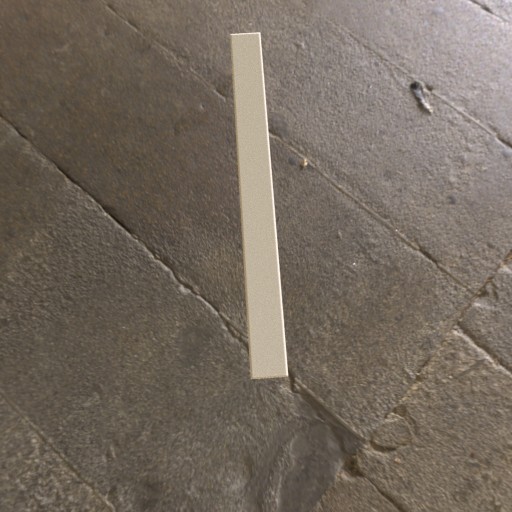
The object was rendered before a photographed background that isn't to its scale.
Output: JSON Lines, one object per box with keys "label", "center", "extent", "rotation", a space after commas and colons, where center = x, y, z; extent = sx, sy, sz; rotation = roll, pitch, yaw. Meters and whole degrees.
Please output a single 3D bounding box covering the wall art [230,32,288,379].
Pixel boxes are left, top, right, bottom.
{"label": "wall art", "center": [0.000, 0.000, 0.797], "extent": [0.038, 0.608, 0.418], "rotation": [-4, 75, -1]}
